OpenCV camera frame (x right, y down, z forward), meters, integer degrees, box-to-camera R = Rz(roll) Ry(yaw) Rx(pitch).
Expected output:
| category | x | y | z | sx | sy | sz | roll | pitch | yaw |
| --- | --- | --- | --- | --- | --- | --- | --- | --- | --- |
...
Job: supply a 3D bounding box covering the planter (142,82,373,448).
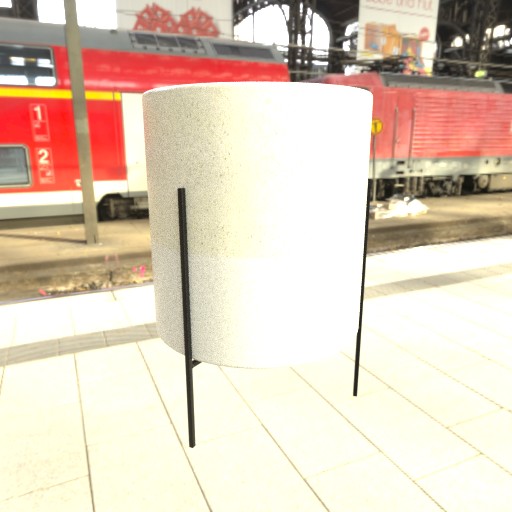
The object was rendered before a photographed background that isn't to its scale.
| category | x | y | z | sx | sy | sz | roll | pitch | yaw |
| --- | --- | --- | --- | --- | --- | --- | --- | --- | --- |
| planter | 0.000 | 0.000 | 0.705 | 0.324 | 0.483 | 0.333 | -7 | 17 | -26 |
